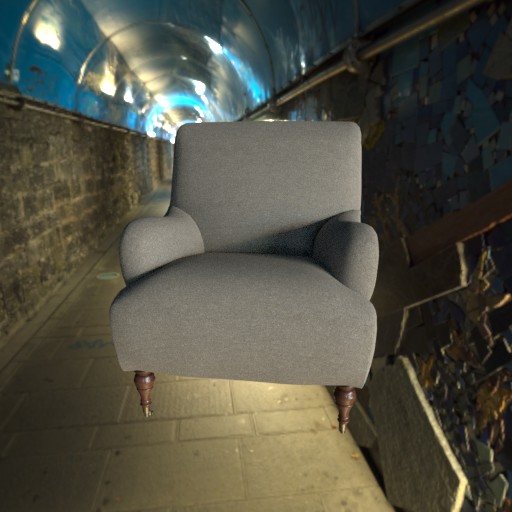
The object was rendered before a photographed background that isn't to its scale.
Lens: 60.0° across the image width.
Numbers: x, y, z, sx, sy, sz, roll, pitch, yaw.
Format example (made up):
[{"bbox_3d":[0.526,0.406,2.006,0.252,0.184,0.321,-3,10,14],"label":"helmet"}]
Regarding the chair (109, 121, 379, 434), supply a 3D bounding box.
[{"bbox_3d":[0.000,0.000,1.557,0.766,0.942,0.843,2,14,8],"label":"chair"}]
